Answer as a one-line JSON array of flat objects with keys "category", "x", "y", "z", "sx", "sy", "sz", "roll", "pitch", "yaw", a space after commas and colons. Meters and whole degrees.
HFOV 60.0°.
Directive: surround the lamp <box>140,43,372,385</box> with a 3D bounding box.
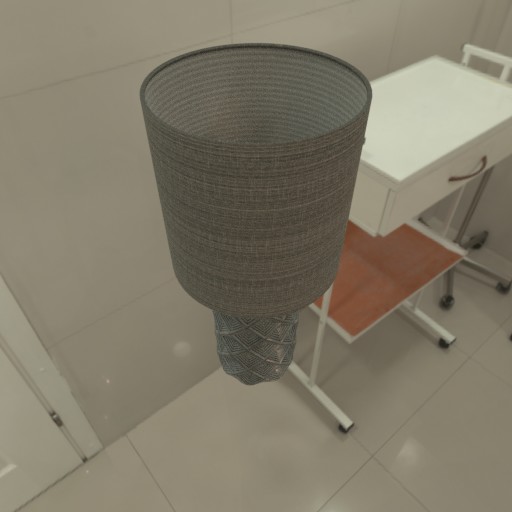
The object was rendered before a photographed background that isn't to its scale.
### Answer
[{"category": "lamp", "x": 0.000, "y": 0.000, "z": 0.718, "sx": 0.268, "sy": 0.566, "sz": 0.269, "roll": -31, "pitch": 52, "yaw": -27}]
